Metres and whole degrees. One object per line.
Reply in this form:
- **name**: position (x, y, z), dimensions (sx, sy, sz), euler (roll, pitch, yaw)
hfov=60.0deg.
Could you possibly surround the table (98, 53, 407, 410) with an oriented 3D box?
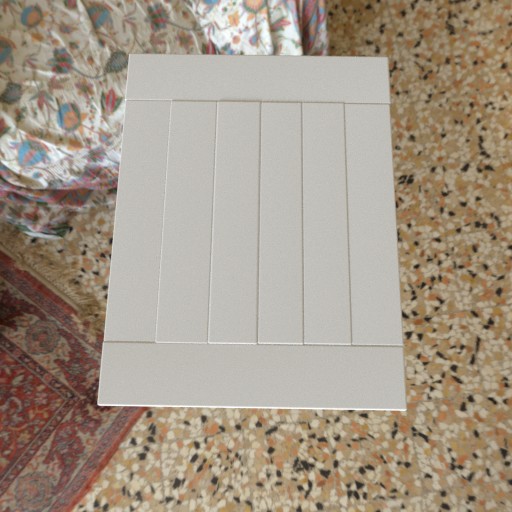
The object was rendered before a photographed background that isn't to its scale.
- **table**: position (0.000, 0.000, 1.015), dimensions (0.463, 0.605, 0.599), euler (1, 77, 0)
